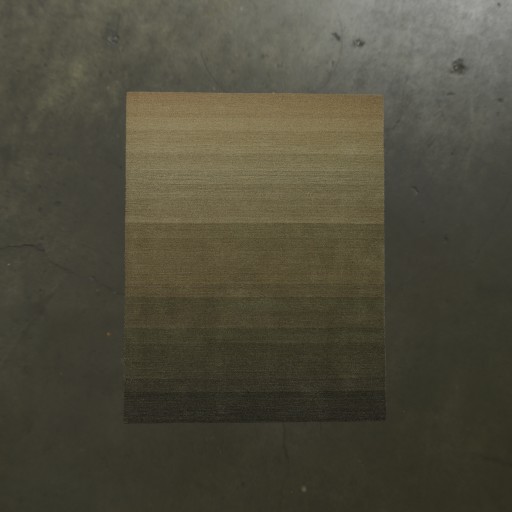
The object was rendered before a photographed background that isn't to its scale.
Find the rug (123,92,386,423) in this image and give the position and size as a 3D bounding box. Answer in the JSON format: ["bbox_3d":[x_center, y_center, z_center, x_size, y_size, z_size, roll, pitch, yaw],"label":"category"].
[{"bbox_3d":[0.000,0.000,3.944,2.315,0.015,2.932,0,88,-2],"label":"rug"}]
